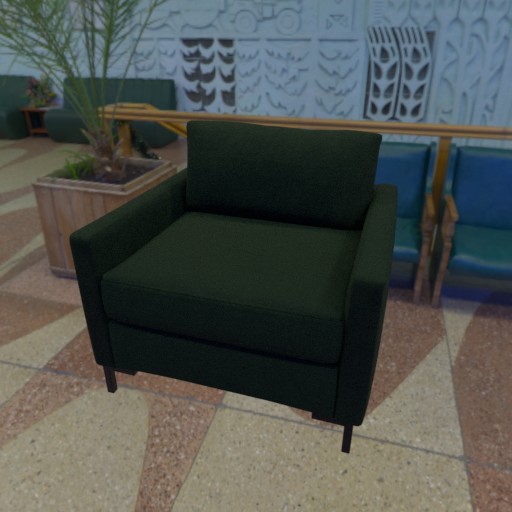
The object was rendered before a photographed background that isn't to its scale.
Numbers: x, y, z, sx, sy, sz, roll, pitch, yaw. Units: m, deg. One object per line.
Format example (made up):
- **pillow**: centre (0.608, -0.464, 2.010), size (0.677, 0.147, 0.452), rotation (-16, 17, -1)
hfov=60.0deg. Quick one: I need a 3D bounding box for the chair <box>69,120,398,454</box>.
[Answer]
- **chair**: centre (0.000, 0.000, 1.643), size (0.963, 0.861, 0.866), rotation (8, 28, 16)
